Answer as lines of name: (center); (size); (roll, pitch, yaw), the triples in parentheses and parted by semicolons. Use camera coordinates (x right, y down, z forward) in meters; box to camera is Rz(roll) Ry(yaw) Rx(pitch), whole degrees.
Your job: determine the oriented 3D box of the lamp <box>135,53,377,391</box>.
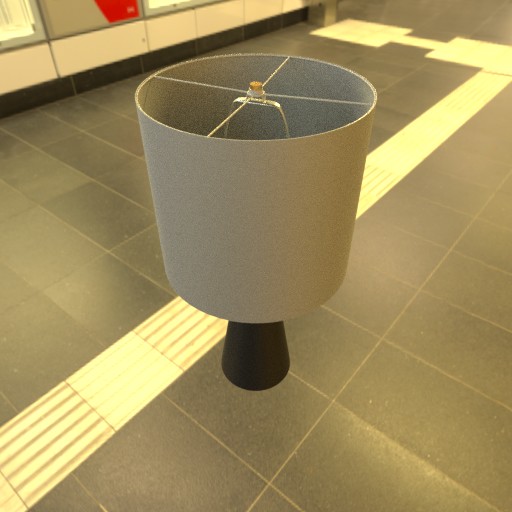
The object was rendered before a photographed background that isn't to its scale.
lamp: (0.000, 0.000, 0.758); (0.308, 0.580, 0.308); (13, 42, 15)
